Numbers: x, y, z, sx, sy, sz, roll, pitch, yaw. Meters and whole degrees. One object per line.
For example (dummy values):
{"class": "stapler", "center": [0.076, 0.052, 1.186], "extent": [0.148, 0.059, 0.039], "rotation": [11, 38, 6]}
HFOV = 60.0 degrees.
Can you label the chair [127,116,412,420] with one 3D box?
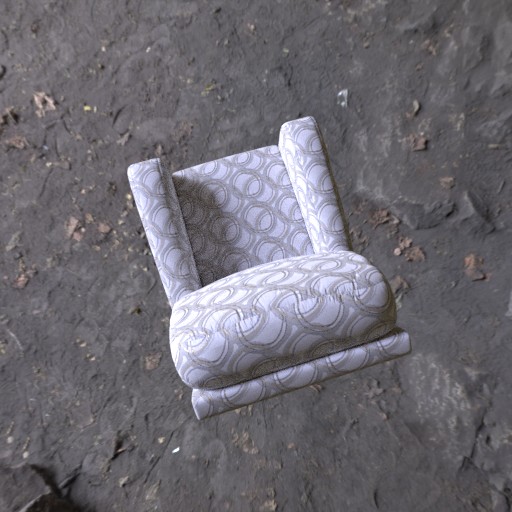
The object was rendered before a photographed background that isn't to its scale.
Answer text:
{"class": "chair", "center": [0.000, 0.000, 1.756], "extent": [0.796, 1.065, 0.995], "rotation": [-16, 77, -4]}
